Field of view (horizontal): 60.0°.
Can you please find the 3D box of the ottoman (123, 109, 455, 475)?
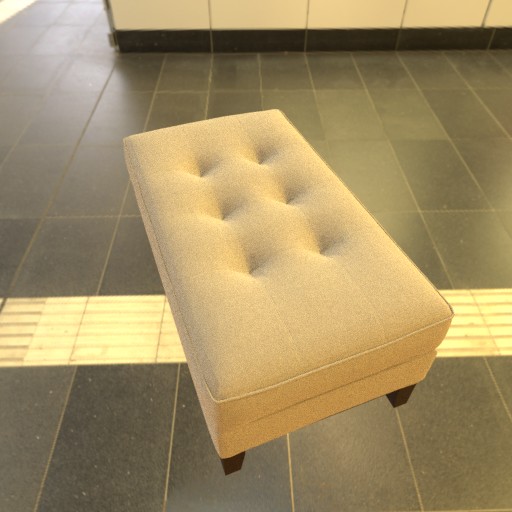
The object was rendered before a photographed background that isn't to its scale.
[{"bbox_3d":[0.000,0.000,1.488,0.648,0.508,1.143,-15,48,-15],"label":"ottoman"}]
